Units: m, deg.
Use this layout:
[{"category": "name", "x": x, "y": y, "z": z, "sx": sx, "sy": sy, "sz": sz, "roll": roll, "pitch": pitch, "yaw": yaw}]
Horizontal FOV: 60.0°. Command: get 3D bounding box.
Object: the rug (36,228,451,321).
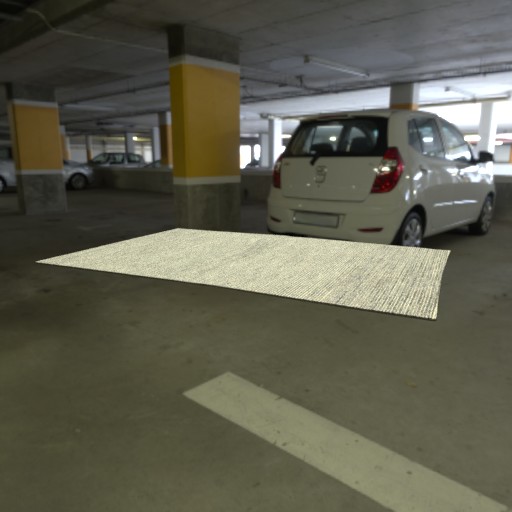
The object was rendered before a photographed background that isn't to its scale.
[{"category": "rug", "x": 0.000, "y": 0.000, "z": 2.247, "sx": 1.789, "sy": 0.021, "sz": 1.159, "roll": 6, "pitch": 14, "yaw": 25}]
